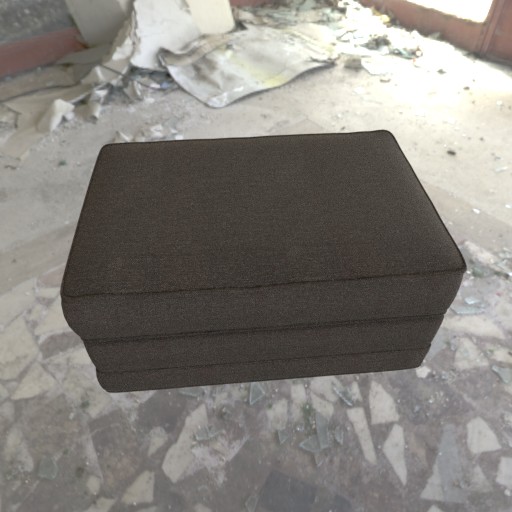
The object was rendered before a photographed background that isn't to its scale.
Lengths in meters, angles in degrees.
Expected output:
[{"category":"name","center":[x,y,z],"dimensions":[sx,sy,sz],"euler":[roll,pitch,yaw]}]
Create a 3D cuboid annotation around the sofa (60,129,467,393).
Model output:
[{"category":"sofa","center":[0.000,0.000,1.222],"dimensions":[0.854,0.457,0.578],"euler":[-4,46,-3]}]
